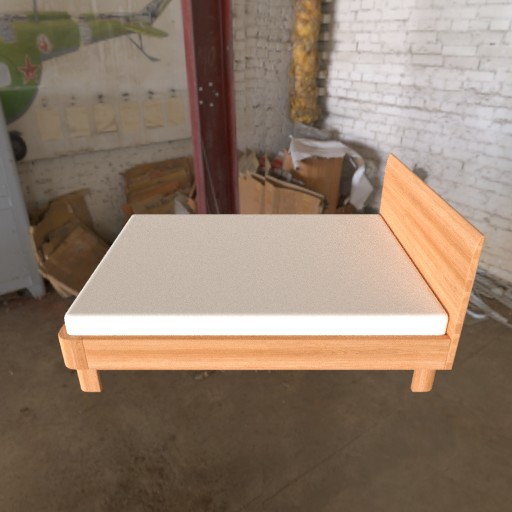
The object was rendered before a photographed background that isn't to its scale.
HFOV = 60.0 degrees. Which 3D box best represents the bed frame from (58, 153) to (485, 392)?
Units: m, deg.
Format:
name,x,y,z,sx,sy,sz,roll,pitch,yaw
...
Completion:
name,x,y,z,sx,sy,sz,roll,pitch,yaw
bed frame,0.000,0.000,2.789,1.992,0.940,1.472,0,27,0
